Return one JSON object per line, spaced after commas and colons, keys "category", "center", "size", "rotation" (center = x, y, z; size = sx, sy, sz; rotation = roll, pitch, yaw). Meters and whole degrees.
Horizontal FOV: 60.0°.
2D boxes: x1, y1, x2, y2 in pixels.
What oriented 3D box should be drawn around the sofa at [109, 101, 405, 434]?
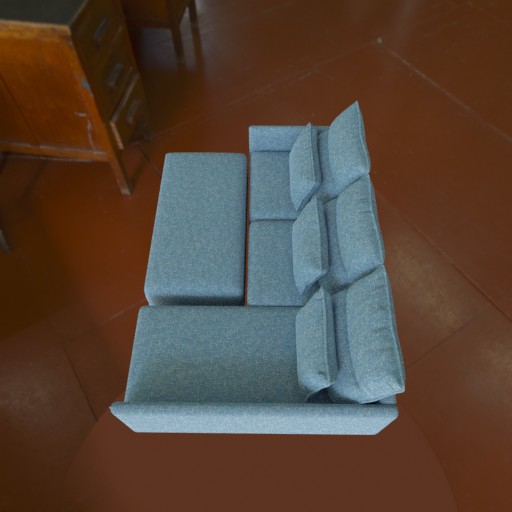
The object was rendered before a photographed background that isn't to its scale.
{"category": "sofa", "center": [0.000, 0.000, 2.832], "size": [1.420, 0.899, 2.034], "rotation": [1, 58, 0]}
